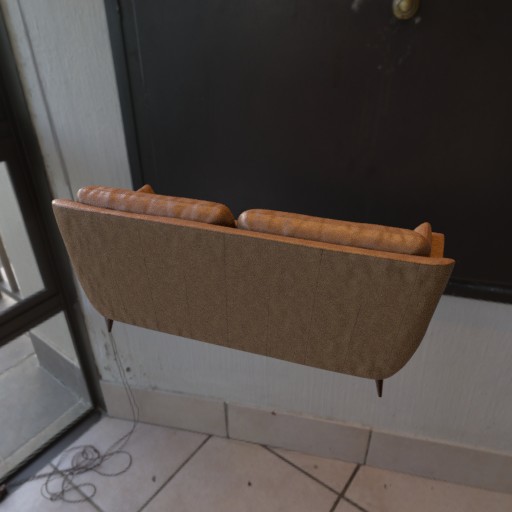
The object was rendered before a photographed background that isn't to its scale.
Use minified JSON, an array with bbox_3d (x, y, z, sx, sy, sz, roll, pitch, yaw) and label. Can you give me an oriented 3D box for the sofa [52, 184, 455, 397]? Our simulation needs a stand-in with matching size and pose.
[{"bbox_3d":[0.000,0.000,2.387,1.902,0.839,0.904,10,33,15],"label":"sofa"}]
